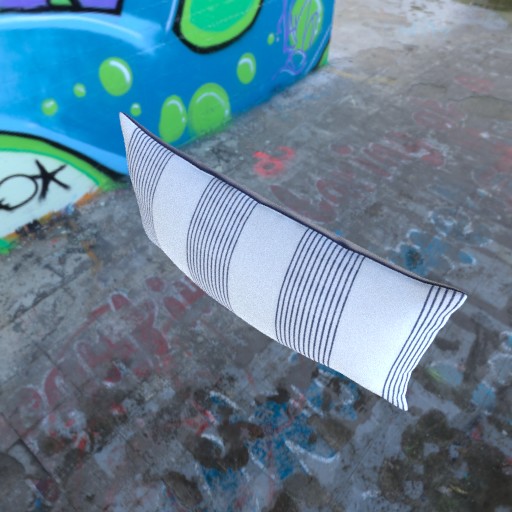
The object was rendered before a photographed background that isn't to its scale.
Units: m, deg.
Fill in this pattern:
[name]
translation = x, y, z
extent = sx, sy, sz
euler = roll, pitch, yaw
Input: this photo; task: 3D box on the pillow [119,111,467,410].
[pillow]
translation = 0.000, 0.000, 0.716
extent = 0.610, 0.287, 0.151
euler = 32, 54, 26
